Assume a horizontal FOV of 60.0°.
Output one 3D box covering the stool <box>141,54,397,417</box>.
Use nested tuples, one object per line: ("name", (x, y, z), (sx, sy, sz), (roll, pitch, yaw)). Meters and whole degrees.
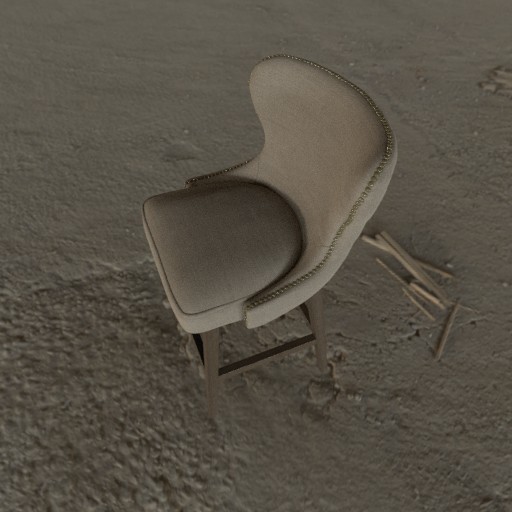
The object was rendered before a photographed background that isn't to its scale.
("stool", (0.000, 0.000, 1.366), (0.597, 0.972, 0.615), (-17, 50, -15))
